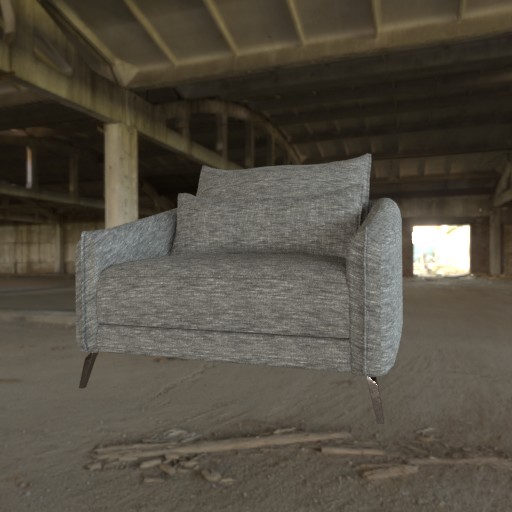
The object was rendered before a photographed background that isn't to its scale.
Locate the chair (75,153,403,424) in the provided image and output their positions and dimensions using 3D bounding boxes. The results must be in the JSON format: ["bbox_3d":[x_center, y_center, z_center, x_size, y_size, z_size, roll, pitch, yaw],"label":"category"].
[{"bbox_3d":[0.000,0.000,1.601,1.004,0.842,0.805,0,0,19],"label":"chair"}]
